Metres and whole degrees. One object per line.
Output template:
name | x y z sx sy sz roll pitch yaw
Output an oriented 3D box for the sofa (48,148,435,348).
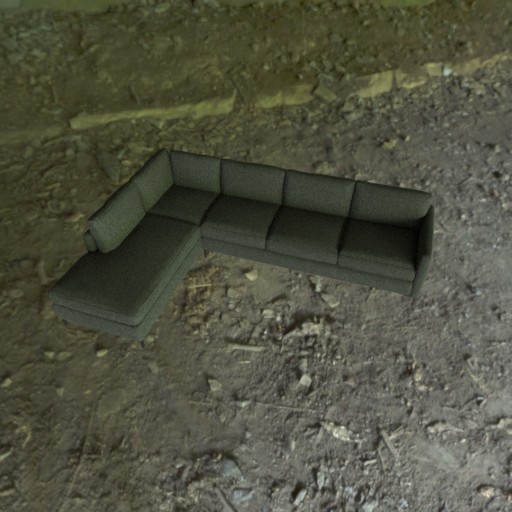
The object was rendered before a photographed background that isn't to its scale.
sofa | 0.000 0.000 3.944 2.949 0.815 2.007 12 43 14
